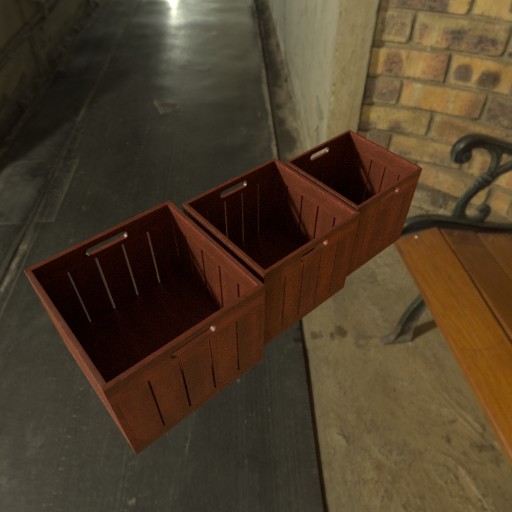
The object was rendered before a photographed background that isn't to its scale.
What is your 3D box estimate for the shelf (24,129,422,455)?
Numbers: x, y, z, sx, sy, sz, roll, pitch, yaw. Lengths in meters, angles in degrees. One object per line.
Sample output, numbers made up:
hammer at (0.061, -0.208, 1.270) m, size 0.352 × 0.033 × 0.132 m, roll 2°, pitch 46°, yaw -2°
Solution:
shelf at (0.000, 0.000, 1.263) m, size 1.064 × 0.311 × 0.393 m, roll -31°, pitch 54°, yaw -27°
